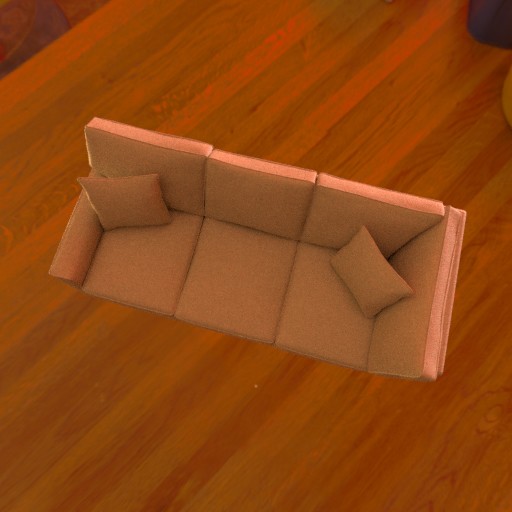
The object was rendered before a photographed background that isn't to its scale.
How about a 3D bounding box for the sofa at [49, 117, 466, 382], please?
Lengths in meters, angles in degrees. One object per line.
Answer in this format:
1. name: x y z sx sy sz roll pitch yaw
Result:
1. sofa: 0.000 0.000 2.827 2.317 0.962 1.061 14 74 4
